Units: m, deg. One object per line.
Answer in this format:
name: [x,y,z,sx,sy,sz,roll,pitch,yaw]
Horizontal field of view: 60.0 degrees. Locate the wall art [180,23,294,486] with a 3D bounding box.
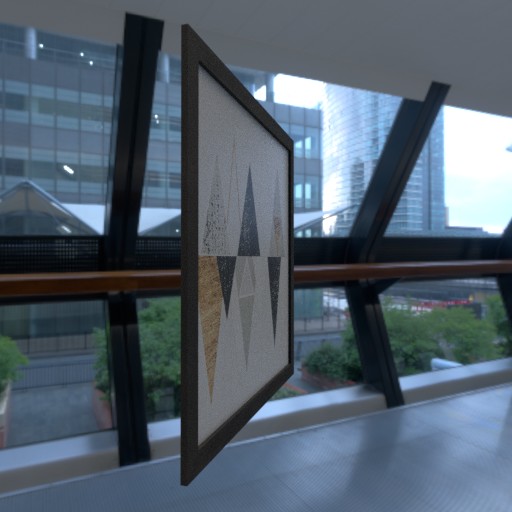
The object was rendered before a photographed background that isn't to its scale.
wall art: [0.000,0.000,1.182,0.013,0.823,0.823,0,-1,18]
